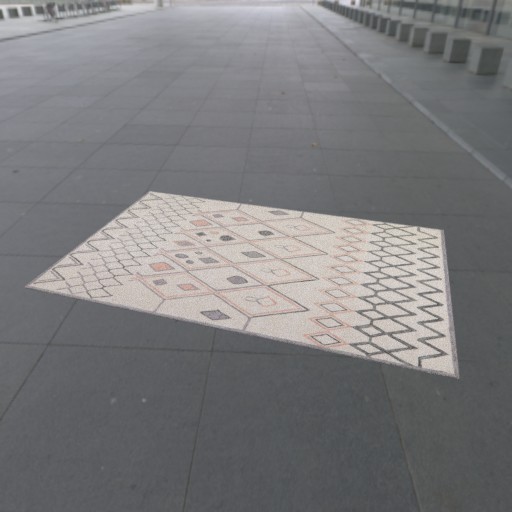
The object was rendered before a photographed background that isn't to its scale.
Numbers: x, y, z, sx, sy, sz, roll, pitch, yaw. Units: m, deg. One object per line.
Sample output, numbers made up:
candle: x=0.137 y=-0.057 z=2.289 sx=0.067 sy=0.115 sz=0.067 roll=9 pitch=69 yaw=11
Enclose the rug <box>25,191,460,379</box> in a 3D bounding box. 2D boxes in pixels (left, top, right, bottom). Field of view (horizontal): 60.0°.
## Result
rug: x=0.000 y=0.000 z=2.971 sx=2.438 sy=0.015 sz=1.524 roll=9 pitch=32 yaw=15
